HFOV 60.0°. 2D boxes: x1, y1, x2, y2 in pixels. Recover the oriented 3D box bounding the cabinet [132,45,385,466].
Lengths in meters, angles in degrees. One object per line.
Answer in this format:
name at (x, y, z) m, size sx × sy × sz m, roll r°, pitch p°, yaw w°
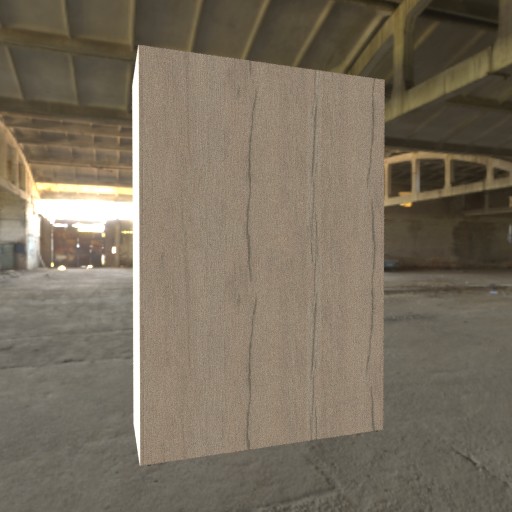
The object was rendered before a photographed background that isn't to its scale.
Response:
cabinet at (0.000, 0.000, 2.668) m, size 1.400 × 2.070 × 0.580 m, roll 0°, pitch 1°, yaw -18°
